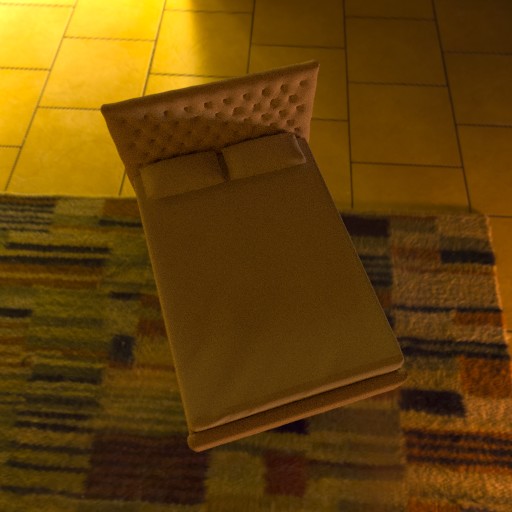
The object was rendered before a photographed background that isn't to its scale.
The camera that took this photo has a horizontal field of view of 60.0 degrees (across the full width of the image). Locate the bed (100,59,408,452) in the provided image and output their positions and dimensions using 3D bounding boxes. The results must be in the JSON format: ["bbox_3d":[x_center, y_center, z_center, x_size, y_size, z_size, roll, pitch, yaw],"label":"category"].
[{"bbox_3d":[0.000,0.000,3.461,1.698,1.427,2.387,-15,65,-7],"label":"bed"}]
